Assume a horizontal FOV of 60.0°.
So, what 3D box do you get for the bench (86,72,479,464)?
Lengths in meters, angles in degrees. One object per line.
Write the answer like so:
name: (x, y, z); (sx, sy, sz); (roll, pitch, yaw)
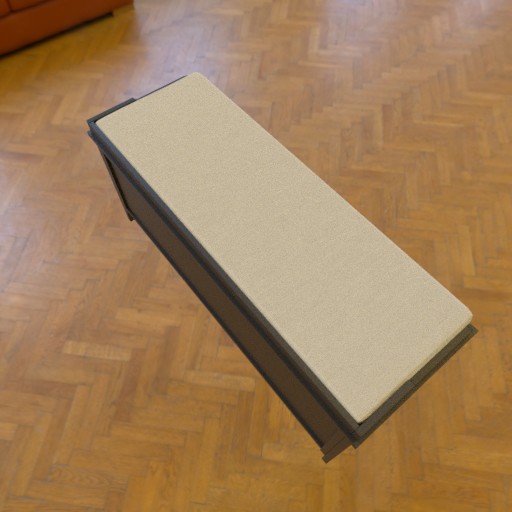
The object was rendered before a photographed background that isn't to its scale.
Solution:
bench: (0.000, 0.000, 1.356); (0.398, 0.501, 1.140); (-35, 65, -19)
